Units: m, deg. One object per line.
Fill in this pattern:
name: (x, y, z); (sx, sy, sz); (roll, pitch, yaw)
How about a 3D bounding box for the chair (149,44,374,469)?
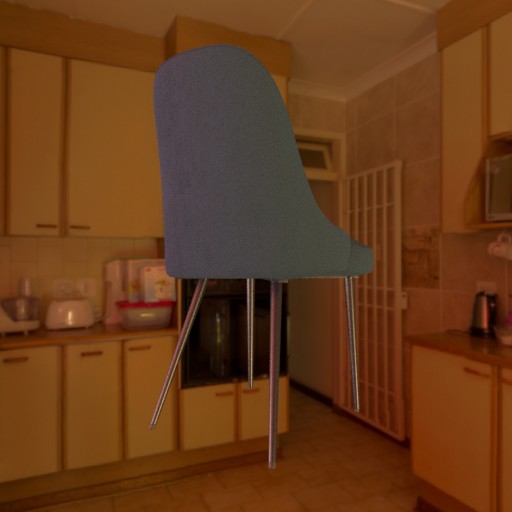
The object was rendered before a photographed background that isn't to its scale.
chair: (0.000, 0.000, 1.200); (0.478, 0.896, 0.559); (0, -1, 36)
